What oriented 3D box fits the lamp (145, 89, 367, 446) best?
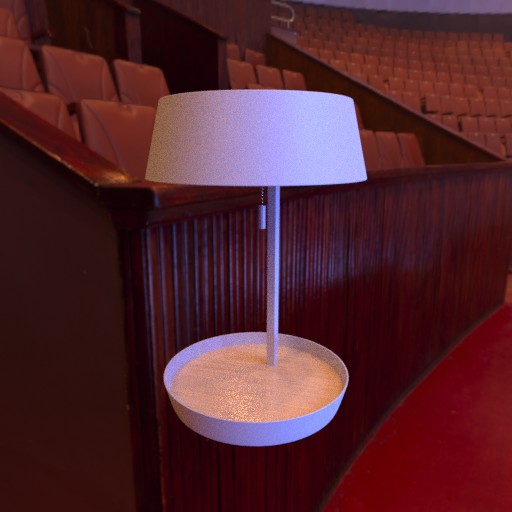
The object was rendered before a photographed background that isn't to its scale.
[{"bbox_3d":[0.000,0.000,0.623,0.291,0.429,0.291,0,13,0],"label":"lamp"}]
